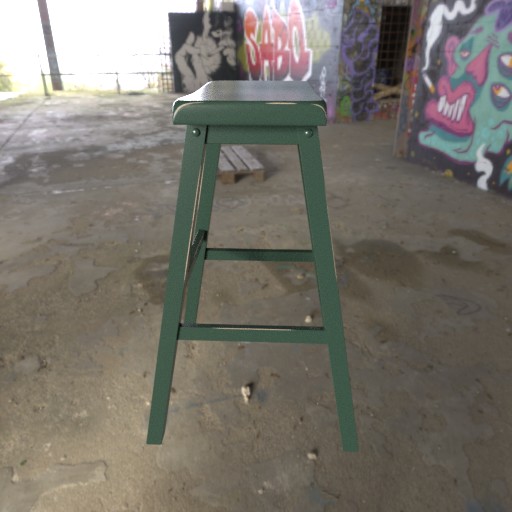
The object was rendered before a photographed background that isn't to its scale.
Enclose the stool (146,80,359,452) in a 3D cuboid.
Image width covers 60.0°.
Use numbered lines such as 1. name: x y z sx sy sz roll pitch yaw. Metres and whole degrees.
1. stool: 0.000 0.000 1.040 0.476 0.737 0.457 1 25 2
